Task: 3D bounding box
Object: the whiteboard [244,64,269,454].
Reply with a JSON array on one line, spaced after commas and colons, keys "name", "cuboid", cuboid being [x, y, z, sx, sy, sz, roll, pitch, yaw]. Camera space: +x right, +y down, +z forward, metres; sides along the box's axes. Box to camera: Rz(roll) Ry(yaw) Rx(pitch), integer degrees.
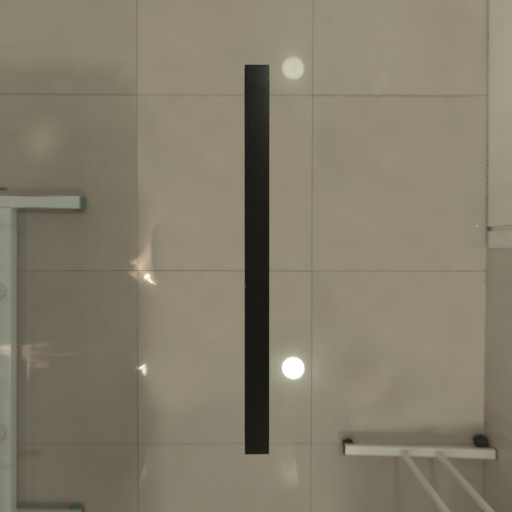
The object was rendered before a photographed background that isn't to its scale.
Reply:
[{"name": "whiteboard", "cuboid": [0.000, 0.000, 0.766, 0.026, 0.611, 0.406, 0, 91, 0]}]
